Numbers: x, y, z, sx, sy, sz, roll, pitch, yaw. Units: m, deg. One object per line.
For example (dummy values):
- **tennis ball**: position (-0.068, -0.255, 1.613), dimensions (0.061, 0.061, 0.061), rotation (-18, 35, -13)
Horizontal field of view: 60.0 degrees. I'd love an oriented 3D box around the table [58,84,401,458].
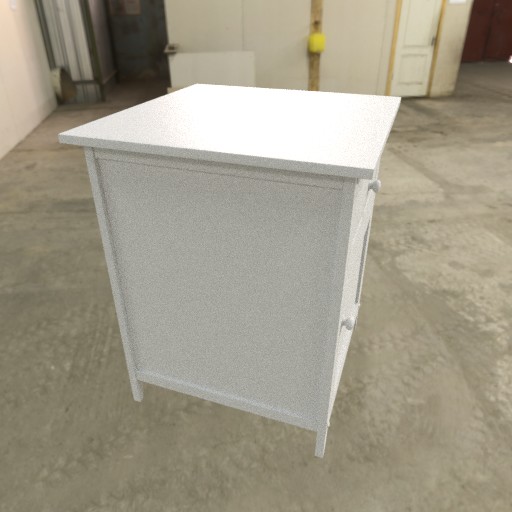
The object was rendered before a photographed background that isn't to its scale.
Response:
- **table**: position (0.000, 0.000, 0.765), dimensions (0.381, 0.483, 0.381), rotation (10, 32, 17)
